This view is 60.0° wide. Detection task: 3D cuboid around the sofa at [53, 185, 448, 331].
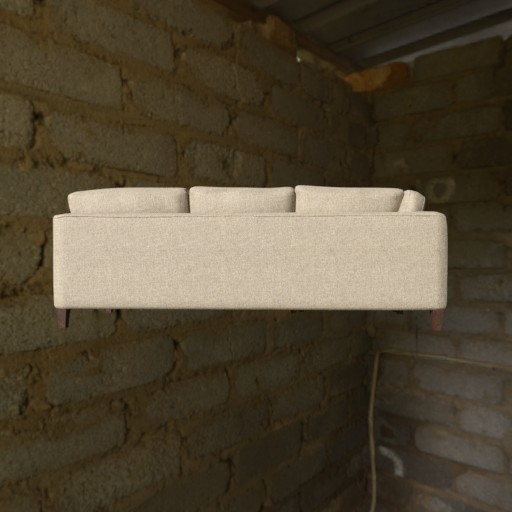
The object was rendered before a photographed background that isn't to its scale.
[{"bbox_3d":[0.000,0.000,4.552,2.593,0.959,3.460,0,0,2],"label":"sofa"}]
